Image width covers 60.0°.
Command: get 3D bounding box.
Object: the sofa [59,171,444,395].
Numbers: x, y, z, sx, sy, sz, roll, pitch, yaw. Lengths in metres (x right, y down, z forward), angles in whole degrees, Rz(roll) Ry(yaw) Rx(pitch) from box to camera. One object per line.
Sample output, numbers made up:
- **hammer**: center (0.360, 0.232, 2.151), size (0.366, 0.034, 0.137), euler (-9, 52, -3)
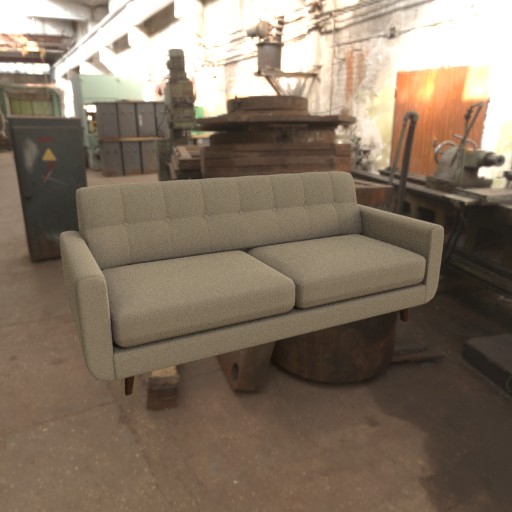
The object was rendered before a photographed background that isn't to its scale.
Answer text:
- **sofa**: center (0.000, 0.000, 2.709), size (2.137, 0.892, 0.980), euler (-8, 19, -26)
